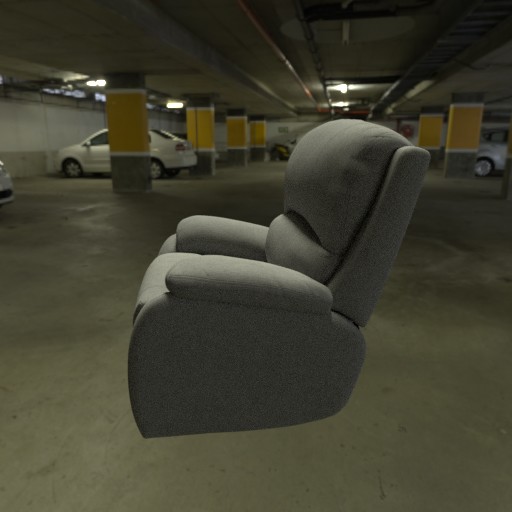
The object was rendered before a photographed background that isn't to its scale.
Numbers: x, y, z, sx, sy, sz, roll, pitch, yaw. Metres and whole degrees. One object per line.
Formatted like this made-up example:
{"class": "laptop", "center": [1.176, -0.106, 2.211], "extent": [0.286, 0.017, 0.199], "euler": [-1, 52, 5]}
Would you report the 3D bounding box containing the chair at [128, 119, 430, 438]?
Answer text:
{"class": "chair", "center": [0.000, 0.000, 1.708], "extent": [0.899, 1.011, 0.930], "euler": [-2, 15, -7]}
